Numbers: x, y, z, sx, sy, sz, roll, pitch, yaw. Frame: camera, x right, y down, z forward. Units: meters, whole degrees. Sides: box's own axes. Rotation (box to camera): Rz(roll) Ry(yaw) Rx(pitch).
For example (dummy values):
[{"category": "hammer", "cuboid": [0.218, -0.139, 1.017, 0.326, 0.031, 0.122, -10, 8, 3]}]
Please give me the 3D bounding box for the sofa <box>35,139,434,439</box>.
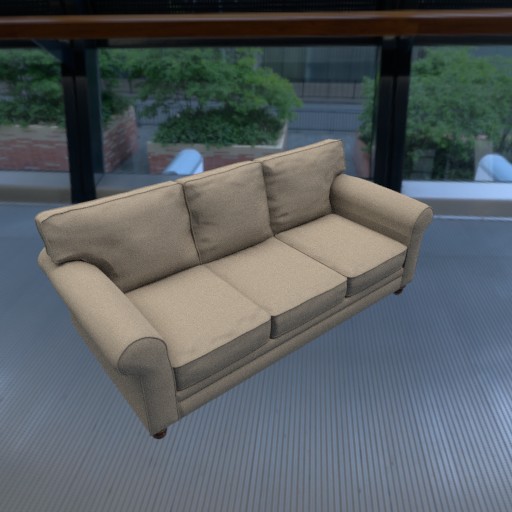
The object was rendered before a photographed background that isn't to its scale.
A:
[{"category": "sofa", "cuboid": [0.000, 0.000, 2.577, 2.118, 0.889, 0.998, -22, 37, -33]}]
